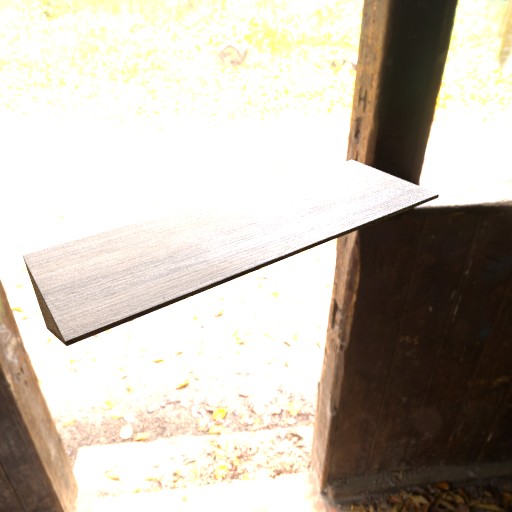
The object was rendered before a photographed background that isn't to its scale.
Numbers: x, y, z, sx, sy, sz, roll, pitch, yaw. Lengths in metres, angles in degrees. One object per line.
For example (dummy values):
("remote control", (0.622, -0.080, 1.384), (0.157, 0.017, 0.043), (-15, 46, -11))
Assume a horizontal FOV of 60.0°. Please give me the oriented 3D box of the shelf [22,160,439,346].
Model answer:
("shelf", (0.000, 0.000, 0.694), (0.610, 0.125, 0.200), (-21, 38, -29))
